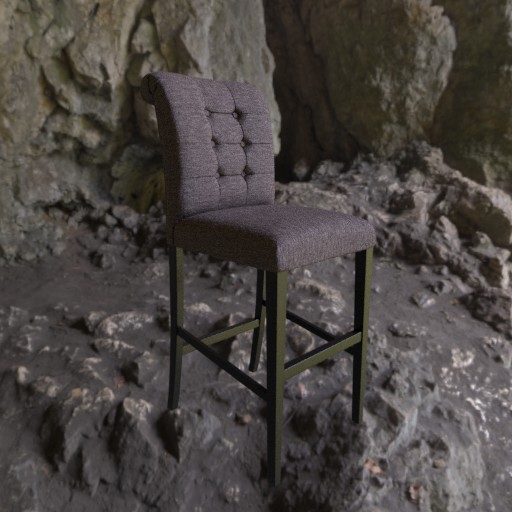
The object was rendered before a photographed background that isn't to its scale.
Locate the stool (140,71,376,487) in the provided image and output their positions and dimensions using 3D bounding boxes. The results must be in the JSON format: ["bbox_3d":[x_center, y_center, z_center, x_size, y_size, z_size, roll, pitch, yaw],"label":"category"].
[{"bbox_3d":[0.000,0.000,1.431,0.452,1.131,0.613,-13,18,-43],"label":"stool"}]
